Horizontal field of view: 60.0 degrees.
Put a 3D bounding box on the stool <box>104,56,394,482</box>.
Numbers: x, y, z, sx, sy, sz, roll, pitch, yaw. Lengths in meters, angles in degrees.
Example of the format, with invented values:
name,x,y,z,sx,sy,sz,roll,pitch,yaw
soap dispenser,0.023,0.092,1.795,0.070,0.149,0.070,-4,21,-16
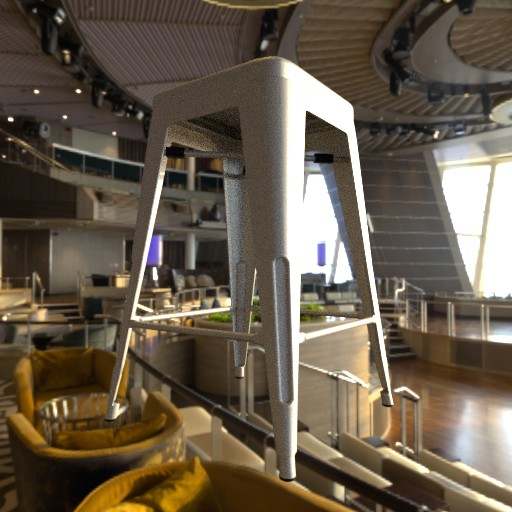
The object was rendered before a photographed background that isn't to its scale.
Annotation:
name,x,y,z,sx,sy,sz,roll,pitch,yaw
stool,0.000,0.000,0.867,0.406,0.610,0.406,-1,-2,36
